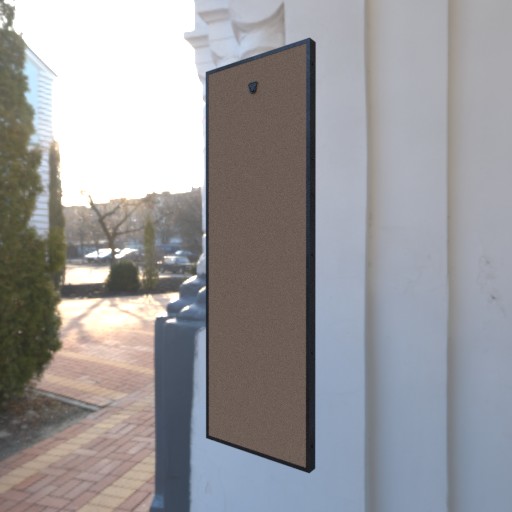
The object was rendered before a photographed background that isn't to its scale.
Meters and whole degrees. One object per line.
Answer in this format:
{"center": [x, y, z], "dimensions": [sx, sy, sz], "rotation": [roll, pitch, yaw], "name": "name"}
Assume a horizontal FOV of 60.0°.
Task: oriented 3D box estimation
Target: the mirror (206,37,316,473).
{"center": [0.000, 0.000, 1.206], "dimensions": [0.354, 1.080, 0.042], "rotation": [0, 1, 37], "name": "mirror"}
